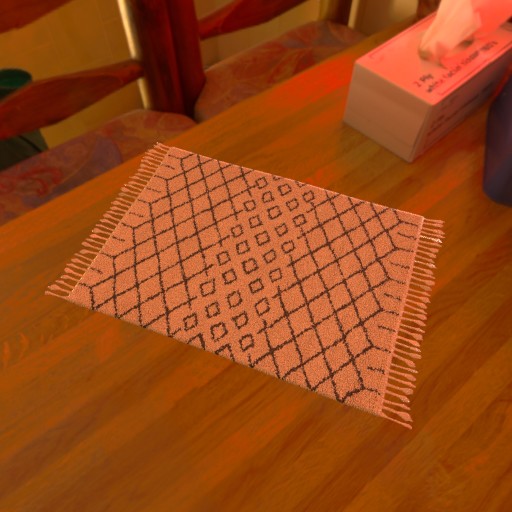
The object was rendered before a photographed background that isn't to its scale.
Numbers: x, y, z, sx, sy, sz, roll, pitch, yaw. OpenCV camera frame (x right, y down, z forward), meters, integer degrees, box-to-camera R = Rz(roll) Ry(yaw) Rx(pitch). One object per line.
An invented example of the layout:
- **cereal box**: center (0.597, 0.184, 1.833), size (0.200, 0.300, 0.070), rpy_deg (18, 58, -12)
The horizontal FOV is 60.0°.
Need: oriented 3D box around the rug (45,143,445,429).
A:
- **rug**: center (0.000, 0.000, 3.310), size (2.615, 0.029, 1.664), rpy_deg (18, 59, 11)
